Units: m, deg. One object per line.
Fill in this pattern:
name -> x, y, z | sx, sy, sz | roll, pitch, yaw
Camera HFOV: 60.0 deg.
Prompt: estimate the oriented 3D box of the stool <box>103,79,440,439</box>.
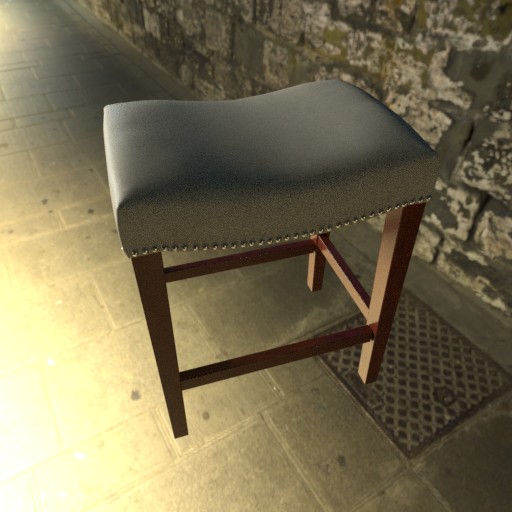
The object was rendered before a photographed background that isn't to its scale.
stool -> 0.000, 0.000, 0.950 | 0.509, 0.632, 0.375 | -11, 42, -13
